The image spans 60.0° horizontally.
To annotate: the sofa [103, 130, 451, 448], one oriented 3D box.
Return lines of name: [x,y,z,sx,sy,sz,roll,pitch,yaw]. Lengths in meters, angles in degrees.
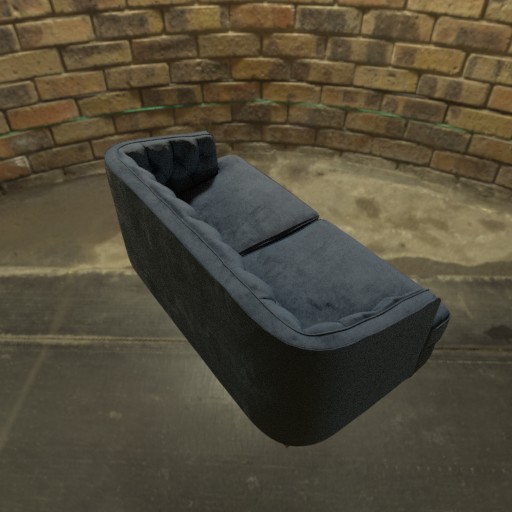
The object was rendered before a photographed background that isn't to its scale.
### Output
sofa: [0.000,0.000,2.273,0.941,0.854,1.733,-27,49,-26]
